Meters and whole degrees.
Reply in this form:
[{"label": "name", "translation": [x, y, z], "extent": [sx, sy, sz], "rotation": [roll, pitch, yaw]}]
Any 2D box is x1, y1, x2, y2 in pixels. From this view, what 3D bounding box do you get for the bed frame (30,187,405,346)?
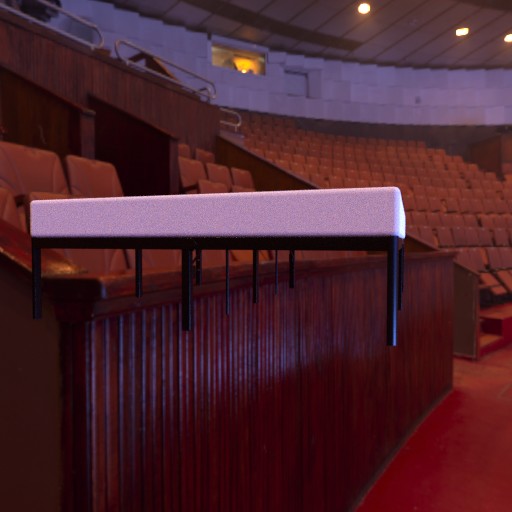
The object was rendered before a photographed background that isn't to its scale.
[{"label": "bed frame", "translation": [0.000, 0.000, 3.106], "extent": [1.963, 0.659, 2.079], "rotation": [1, 2, 19]}]
